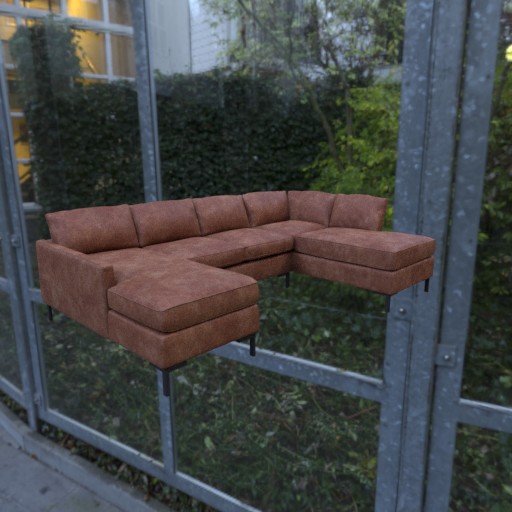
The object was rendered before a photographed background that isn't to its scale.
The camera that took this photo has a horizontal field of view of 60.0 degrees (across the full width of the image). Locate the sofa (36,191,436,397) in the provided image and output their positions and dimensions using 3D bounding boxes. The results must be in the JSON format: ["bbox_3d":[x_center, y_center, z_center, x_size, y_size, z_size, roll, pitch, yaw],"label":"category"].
[{"bbox_3d":[0.000,0.000,3.839,1.939,0.900,2.956,13,18,43],"label":"sofa"}]
